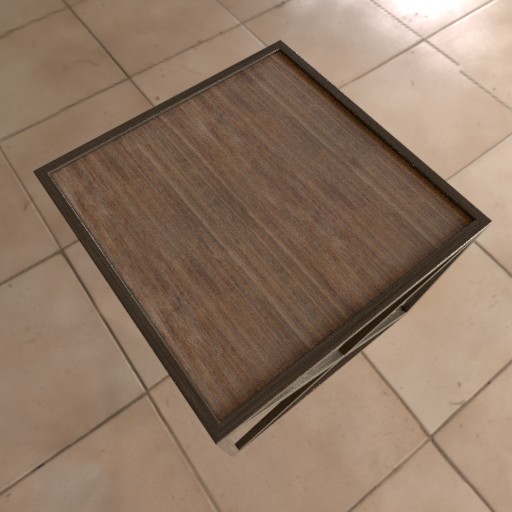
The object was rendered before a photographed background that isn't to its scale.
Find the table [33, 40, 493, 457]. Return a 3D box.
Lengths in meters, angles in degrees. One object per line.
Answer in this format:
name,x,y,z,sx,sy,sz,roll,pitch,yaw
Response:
table,0.000,0.000,1.051,0.611,0.507,0.609,-34,69,-16
